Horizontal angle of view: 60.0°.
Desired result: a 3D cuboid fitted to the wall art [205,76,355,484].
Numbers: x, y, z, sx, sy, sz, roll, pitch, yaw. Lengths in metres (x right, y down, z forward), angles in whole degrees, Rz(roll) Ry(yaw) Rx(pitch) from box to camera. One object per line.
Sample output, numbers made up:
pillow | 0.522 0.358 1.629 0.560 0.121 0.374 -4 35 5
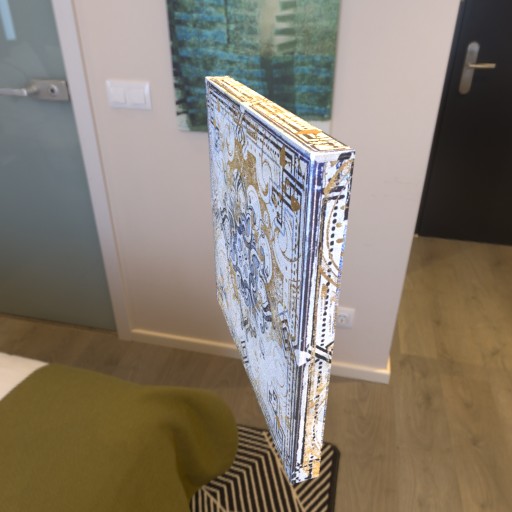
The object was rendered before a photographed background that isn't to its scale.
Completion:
wall art | 0.000 0.000 0.612 0.038 0.410 0.411 -9 31 -15
